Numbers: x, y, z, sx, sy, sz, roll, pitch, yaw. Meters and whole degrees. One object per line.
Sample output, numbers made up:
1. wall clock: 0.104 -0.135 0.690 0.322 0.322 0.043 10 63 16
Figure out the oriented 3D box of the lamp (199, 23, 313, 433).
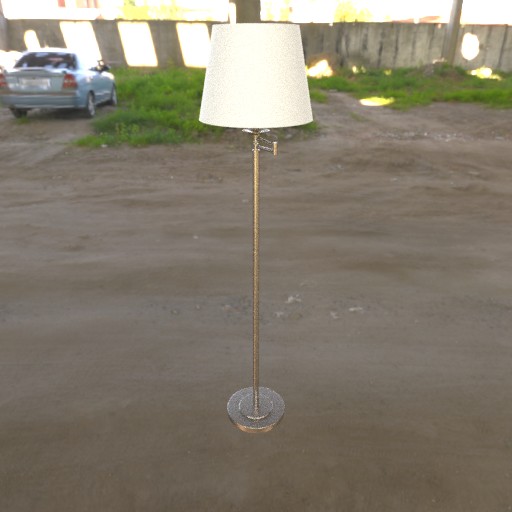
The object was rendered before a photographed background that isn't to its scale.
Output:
1. lamp: 0.000 0.000 1.595 0.355 1.473 0.355 0 25 0
